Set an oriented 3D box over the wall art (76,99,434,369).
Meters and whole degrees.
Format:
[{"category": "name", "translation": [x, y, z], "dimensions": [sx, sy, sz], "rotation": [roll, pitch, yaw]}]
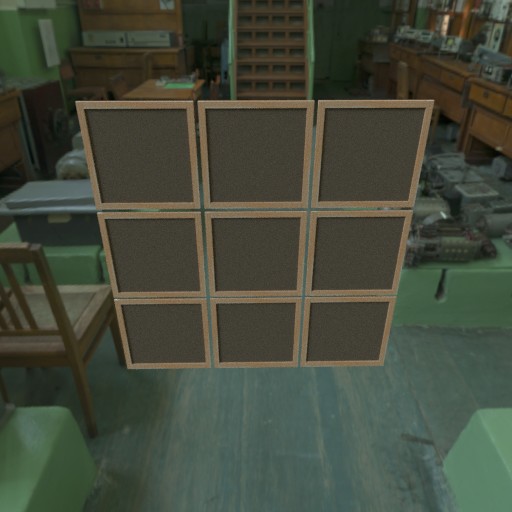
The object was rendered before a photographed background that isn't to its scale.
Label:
[{"category": "wall art", "translation": [0.000, 0.000, 1.810], "dimensions": [1.216, 1.218, 0.013], "rotation": [-1, 30, -1]}]
